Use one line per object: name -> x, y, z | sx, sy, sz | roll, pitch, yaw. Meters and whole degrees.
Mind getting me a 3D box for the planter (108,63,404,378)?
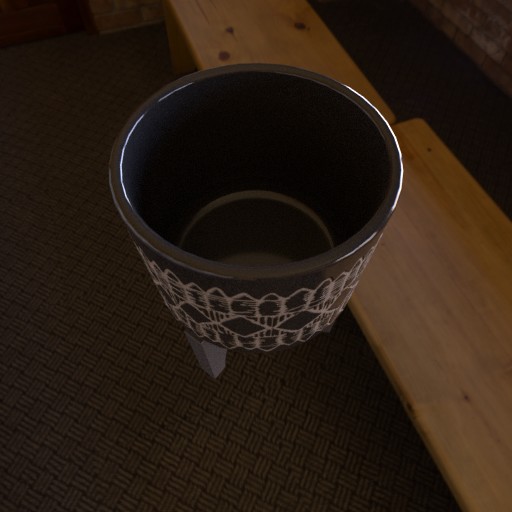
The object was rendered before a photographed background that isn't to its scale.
planter -> 0.000, 0.000, 0.407 | 0.196, 0.264, 0.196 | 33, 63, 19
